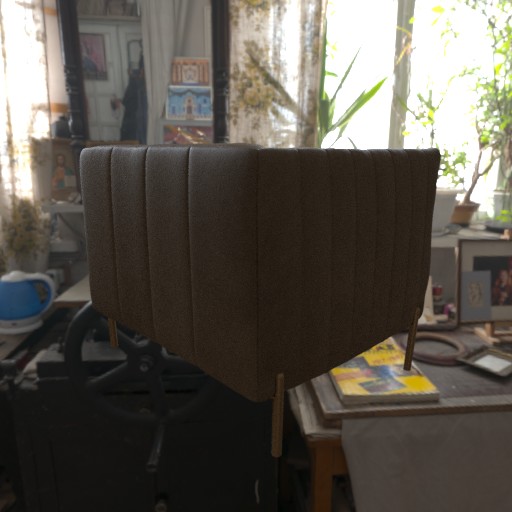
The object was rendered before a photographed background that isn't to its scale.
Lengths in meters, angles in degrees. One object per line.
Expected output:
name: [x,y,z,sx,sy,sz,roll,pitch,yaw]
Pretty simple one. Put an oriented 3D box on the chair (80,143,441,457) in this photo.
chair: [0.000,0.000,1.600,0.876,0.779,0.981,-13,18,-42]
